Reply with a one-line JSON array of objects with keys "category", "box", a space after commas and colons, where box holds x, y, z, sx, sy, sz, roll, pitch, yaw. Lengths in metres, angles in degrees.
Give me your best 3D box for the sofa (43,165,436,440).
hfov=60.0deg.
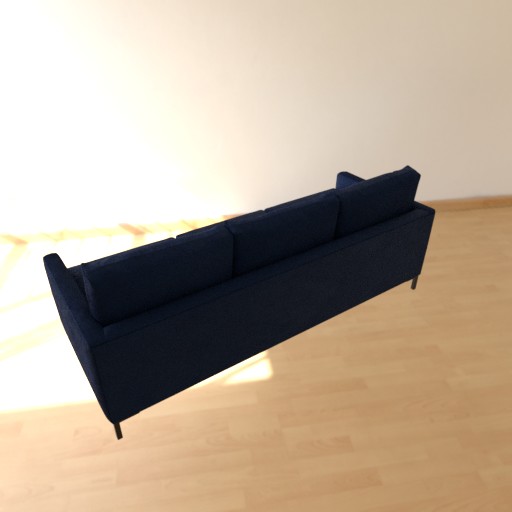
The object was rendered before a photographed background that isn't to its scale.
[{"category": "sofa", "box": [0.000, 0.000, 2.708, 2.252, 0.879, 0.875, -20, 37, -29]}]
